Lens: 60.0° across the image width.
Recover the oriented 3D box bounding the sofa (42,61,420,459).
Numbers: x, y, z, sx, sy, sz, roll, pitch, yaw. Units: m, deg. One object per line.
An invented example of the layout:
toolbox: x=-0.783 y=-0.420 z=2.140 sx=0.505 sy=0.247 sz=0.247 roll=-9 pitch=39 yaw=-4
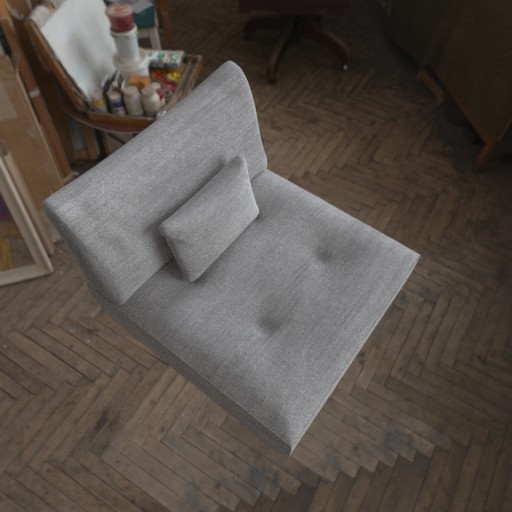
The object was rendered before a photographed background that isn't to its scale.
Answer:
sofa: x=0.000 y=0.000 z=1.700 sx=1.000 sy=0.820 sz=0.930 roll=33 pitch=63 yaw=19
